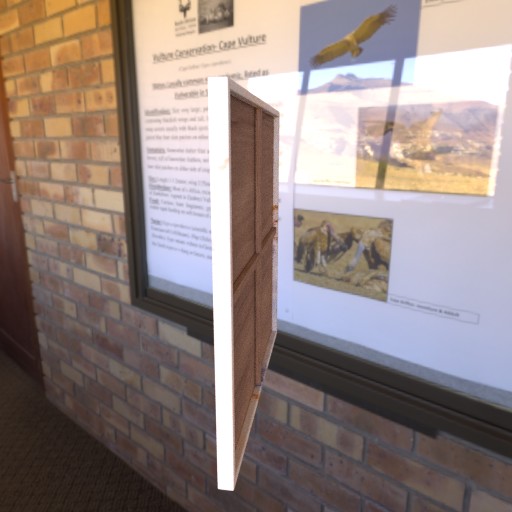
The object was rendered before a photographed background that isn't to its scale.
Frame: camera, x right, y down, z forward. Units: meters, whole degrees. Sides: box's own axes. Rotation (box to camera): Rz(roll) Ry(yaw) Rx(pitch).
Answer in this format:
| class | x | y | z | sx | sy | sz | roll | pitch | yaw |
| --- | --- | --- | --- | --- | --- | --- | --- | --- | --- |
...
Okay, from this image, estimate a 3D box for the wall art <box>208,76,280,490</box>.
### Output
| class | x | y | z | sx | sy | sz | roll | pitch | yaw |
| --- | --- | --- | --- | --- | --- | --- | --- | --- | --- |
| wall art | 0.000 | 0.000 | 1.335 | 0.038 | 0.889 | 0.889 | 2 | 14 | 9 |
